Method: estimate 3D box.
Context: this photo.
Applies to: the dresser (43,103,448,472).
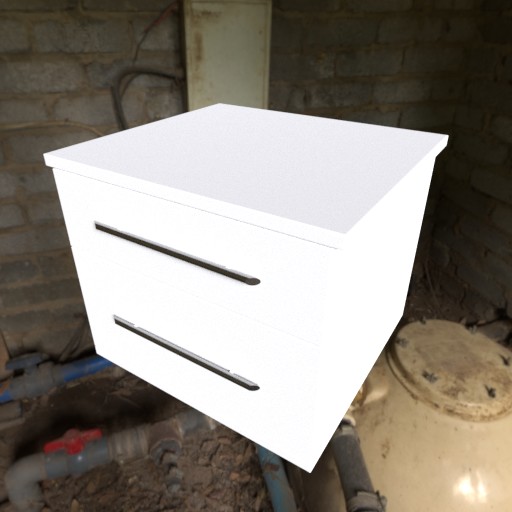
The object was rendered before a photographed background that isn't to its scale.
[{"bbox_3d":[0.000,0.000,0.711,0.430,0.360,0.400,18,35,28],"label":"dresser"}]
